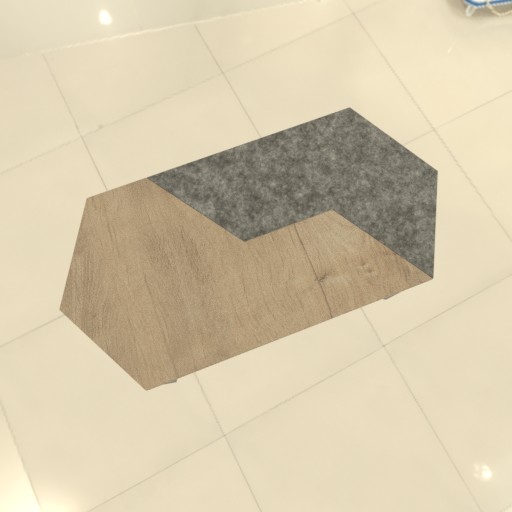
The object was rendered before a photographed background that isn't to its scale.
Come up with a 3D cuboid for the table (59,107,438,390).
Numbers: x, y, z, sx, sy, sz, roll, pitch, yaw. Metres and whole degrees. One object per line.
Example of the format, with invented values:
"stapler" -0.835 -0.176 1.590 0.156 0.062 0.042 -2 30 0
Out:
"table" 0.000 0.000 1.556 1.219 0.457 0.609 -20 77 -5
